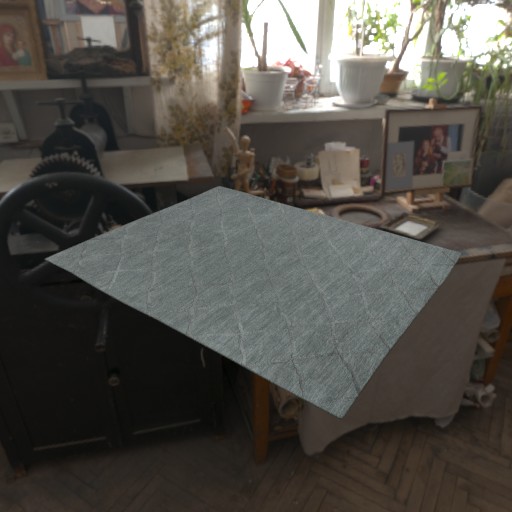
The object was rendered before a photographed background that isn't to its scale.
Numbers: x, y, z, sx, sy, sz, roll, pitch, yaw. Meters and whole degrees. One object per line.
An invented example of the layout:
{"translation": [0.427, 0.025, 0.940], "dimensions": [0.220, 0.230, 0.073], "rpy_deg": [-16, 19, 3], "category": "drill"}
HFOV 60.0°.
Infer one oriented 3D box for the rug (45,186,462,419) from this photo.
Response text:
{"translation": [0.000, 0.000, 4.099], "dimensions": [3.048, 0.013, 2.438], "rpy_deg": [20, 35, 32], "category": "rug"}
